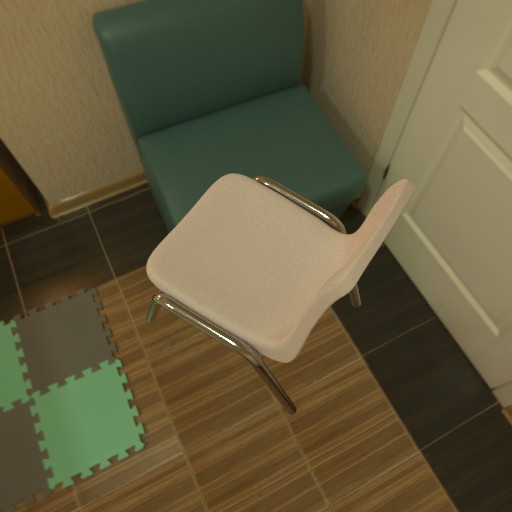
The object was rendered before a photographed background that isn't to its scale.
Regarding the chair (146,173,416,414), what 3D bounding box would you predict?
[{"bbox_3d":[0.000,0.000,0.851,0.423,0.586,0.354,31,67,15],"label":"chair"}]
